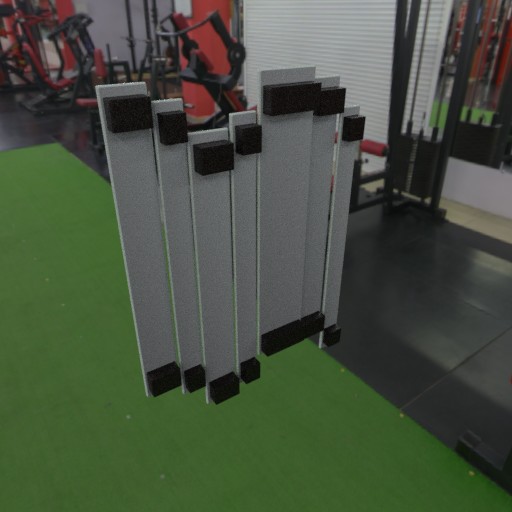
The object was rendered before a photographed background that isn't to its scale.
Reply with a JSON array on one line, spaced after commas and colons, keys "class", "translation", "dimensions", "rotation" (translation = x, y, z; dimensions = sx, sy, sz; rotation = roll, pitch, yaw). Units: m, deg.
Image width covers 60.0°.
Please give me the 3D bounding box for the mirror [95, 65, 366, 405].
[{"class": "mirror", "translation": [0.000, 0.000, 0.783], "dimensions": [0.445, 0.611, 0.058], "rotation": [-18, 34, -29]}]
